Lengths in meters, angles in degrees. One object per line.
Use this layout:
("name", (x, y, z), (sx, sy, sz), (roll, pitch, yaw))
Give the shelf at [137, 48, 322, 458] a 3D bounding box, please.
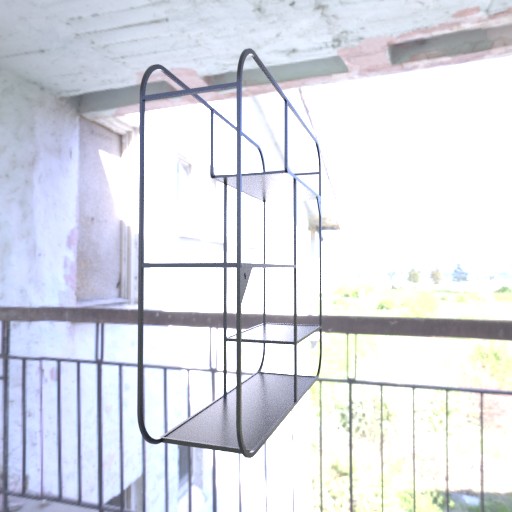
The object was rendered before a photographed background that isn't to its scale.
("shelf", (0.000, 0.000, 0.909), (0.160, 0.600, 0.600), (-1, -2, 19))
